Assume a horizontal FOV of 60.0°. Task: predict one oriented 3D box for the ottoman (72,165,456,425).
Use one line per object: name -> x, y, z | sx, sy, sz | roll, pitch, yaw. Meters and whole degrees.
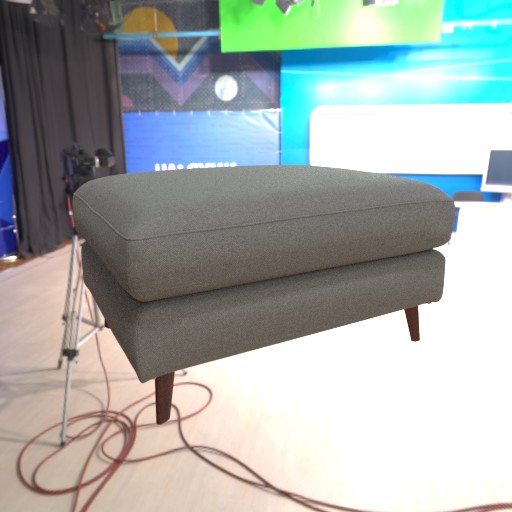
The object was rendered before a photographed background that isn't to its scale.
ottoman -> 0.000, 0.000, 1.147 | 0.811, 0.449, 0.608 | -9, 18, -28
